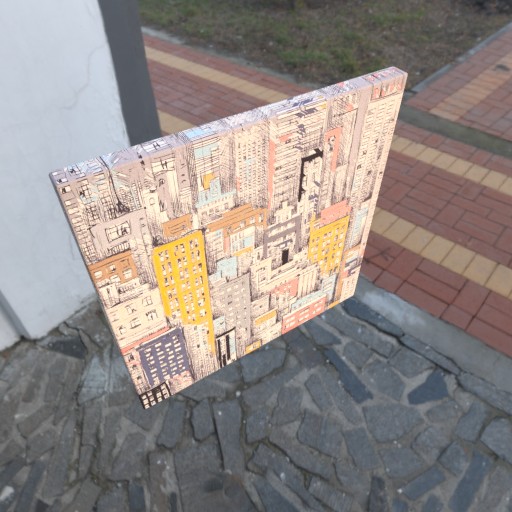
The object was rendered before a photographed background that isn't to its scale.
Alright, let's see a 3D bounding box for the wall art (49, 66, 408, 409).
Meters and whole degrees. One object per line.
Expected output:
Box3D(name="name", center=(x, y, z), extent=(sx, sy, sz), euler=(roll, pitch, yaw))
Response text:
Box3D(name="wall art", center=(0.000, 0.000, 1.107), extent=(0.761, 0.762, 0.048), euler=(-25, 50, -22))
